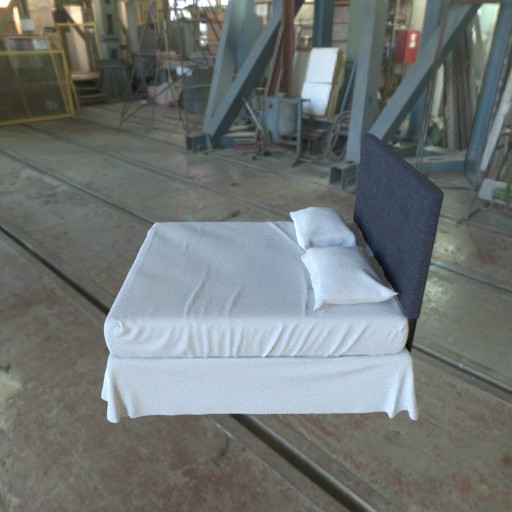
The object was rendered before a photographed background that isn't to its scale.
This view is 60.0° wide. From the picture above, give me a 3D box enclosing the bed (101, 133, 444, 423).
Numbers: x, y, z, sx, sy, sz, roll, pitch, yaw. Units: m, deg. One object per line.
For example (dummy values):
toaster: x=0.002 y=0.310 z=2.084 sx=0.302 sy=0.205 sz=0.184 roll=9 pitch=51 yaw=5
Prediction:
bed: x=0.000 y=0.000 z=3.475 sx=2.222 sy=1.577 sz=1.936 roll=0 pitch=27 yaw=-1
